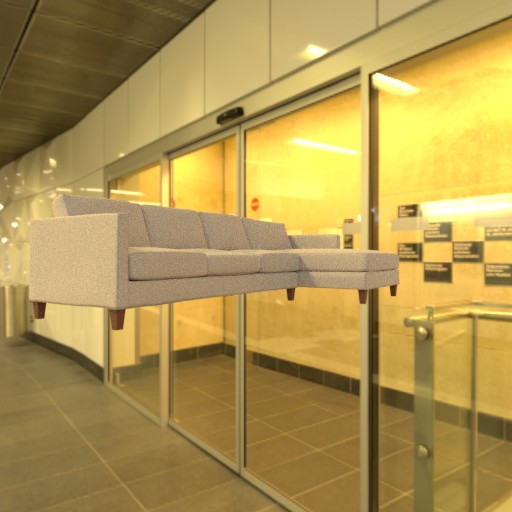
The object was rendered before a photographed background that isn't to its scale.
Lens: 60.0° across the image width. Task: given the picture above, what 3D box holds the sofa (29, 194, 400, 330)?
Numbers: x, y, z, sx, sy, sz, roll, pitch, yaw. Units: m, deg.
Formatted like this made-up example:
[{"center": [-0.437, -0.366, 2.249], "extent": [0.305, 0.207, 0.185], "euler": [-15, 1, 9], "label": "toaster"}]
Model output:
[{"center": [0.000, 0.000, 3.899], "extent": [1.625, 0.861, 3.186], "euler": [0, 0, 34], "label": "sofa"}]
